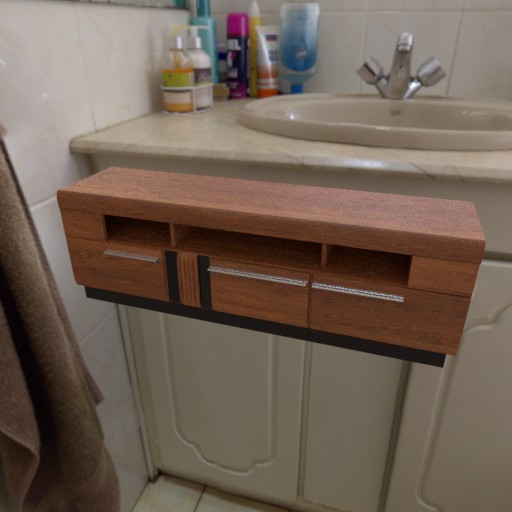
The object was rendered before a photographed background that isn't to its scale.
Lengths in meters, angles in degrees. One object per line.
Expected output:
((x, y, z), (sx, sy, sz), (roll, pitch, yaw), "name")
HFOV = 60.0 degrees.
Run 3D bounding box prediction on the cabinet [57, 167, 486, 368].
((0.000, 0.000, 1.844), (1.600, 0.510, 0.419), (8, 28, 16), "cabinet")
